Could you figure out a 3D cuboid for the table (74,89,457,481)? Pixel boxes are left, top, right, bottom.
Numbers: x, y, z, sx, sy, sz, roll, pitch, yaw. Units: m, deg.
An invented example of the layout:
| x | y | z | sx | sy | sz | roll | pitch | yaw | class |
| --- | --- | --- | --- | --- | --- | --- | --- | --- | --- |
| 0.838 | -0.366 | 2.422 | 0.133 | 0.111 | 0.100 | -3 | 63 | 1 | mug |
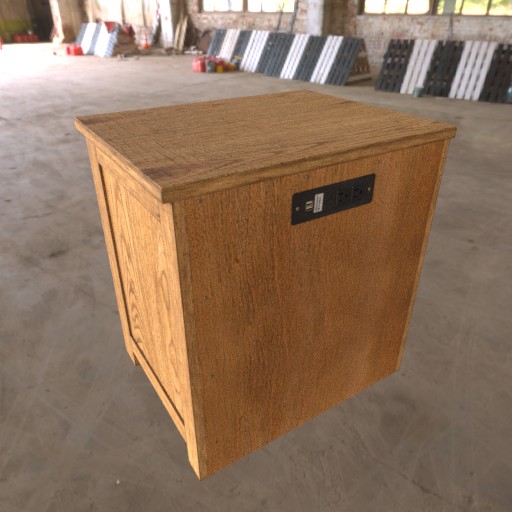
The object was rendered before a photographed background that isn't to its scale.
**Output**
| x | y | z | sx | sy | sz | roll | pitch | yaw | class |
| --- | --- | --- | --- | --- | --- | --- | --- | --- | --- |
| 0.000 | 0.000 | 1.040 | 0.601 | 0.625 | 0.494 | -18 | 35 | -28 | table |
